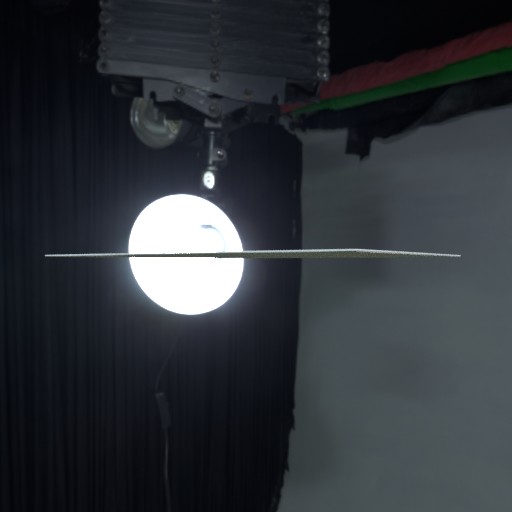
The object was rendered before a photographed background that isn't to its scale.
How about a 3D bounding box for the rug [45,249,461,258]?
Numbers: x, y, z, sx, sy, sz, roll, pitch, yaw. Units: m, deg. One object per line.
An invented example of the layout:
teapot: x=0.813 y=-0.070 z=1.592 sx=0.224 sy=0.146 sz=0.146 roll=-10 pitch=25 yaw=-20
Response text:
rug: x=0.000 y=0.000 z=3.923 sx=2.895 sy=0.018 sz=2.288 roll=-1 pitch=-1 yaw=36
